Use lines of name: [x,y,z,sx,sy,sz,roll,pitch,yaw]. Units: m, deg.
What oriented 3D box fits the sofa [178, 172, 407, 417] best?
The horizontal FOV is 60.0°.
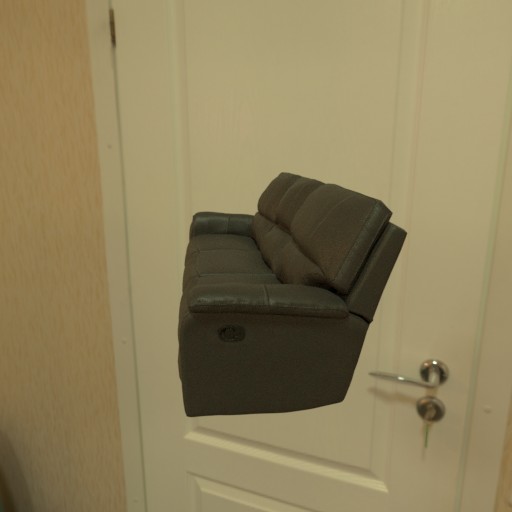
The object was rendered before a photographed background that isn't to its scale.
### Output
sofa: [0.000,0.000,3.274,1.104,1.134,2.627,-2,14,-7]
